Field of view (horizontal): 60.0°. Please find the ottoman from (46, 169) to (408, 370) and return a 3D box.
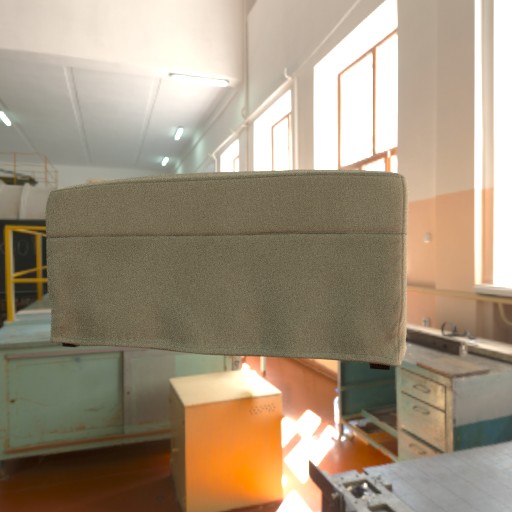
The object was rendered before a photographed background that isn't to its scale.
[{"bbox_3d":[0.000,0.000,1.332,0.843,0.441,0.842,0,0,17],"label":"ottoman"}]
